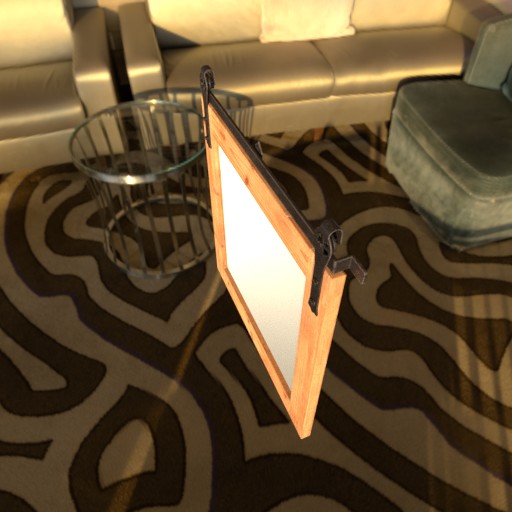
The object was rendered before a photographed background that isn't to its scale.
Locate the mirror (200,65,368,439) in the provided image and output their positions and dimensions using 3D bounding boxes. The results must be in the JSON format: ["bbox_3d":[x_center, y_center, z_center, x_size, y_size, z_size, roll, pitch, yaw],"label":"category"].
[{"bbox_3d":[0.000,0.000,1.216,0.054,0.800,0.805,-17,49,-16],"label":"mirror"}]
